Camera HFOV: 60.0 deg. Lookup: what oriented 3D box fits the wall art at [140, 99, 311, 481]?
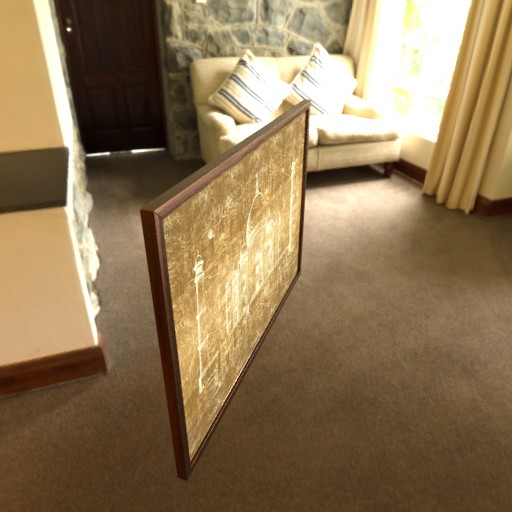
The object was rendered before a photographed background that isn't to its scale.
[{"bbox_3d":[0.000,0.000,0.559,0.012,0.304,0.431,11,31,18],"label":"wall art"}]
